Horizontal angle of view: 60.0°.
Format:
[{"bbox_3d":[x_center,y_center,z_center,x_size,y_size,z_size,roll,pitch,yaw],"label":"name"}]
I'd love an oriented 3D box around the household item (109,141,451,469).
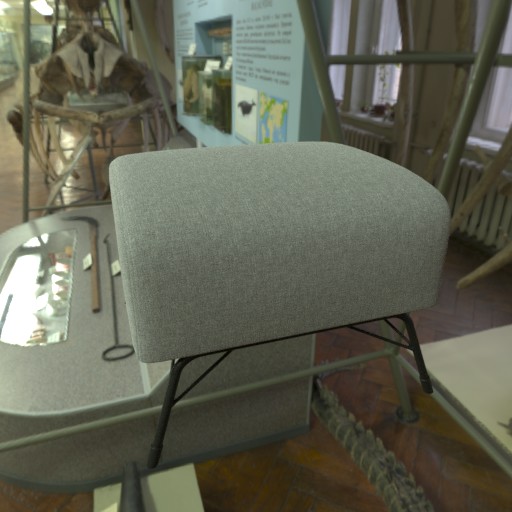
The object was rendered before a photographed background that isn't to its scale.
[{"bbox_3d":[0.000,0.000,0.895,0.530,0.410,0.530,-8,26,-17],"label":"household item"}]
